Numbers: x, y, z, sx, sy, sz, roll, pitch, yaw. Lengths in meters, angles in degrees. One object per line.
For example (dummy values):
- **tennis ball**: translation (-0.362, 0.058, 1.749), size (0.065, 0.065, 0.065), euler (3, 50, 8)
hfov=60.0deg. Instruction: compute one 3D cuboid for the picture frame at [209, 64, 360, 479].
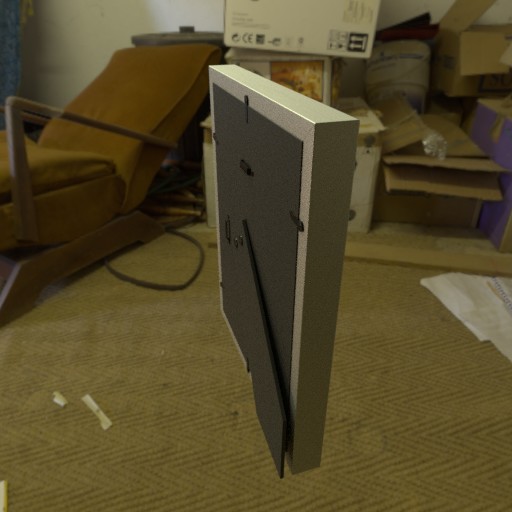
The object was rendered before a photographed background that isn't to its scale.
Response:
- **picture frame**: translation (0.000, 0.000, 0.387), size (0.036, 0.282, 0.233), euler (-9, 31, -16)
